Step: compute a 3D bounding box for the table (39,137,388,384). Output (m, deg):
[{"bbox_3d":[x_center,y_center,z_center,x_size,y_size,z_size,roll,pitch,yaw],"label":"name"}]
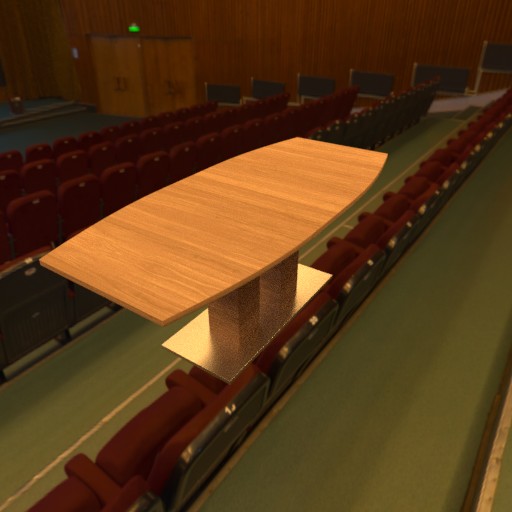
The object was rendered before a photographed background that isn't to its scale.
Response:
[{"bbox_3d":[0.000,0.000,2.481,0.900,0.750,2.032,19,36,29],"label":"table"}]
